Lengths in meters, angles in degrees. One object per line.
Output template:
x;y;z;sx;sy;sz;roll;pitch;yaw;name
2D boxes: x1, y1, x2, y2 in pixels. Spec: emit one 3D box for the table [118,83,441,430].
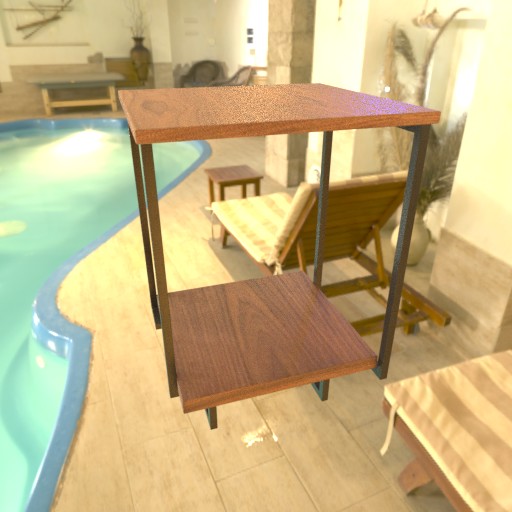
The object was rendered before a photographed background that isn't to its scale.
0.000;0.000;0.842;0.411;0.567;0.384;-8;28;-16;table
